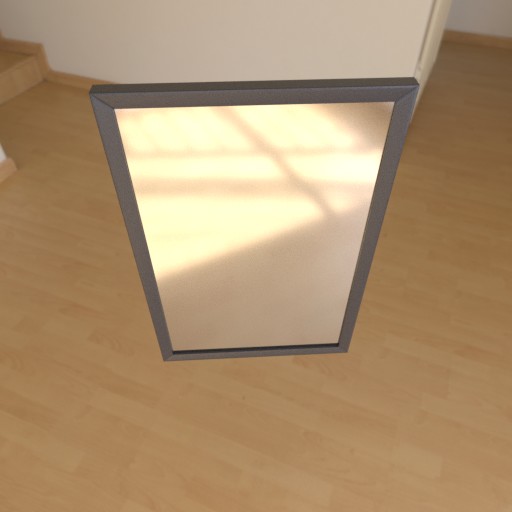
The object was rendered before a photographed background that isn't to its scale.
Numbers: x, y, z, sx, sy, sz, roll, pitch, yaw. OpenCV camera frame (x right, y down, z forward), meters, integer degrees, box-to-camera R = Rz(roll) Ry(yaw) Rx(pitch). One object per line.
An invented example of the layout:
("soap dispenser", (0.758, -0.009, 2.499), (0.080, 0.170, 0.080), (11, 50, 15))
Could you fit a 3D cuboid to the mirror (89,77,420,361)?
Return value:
("mirror", (0.000, 0.000, 1.153), (0.609, 0.915, 0.040), (-2, 46, -2))
